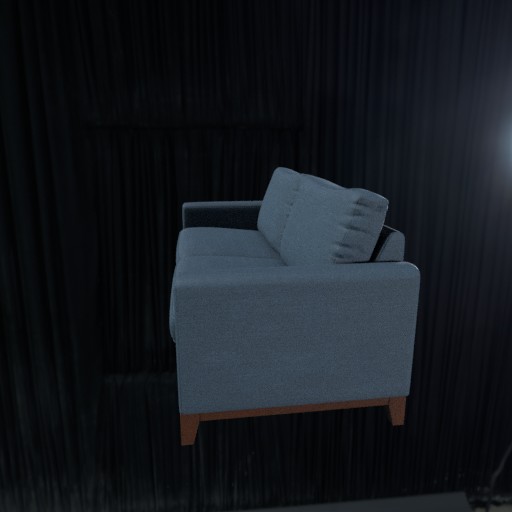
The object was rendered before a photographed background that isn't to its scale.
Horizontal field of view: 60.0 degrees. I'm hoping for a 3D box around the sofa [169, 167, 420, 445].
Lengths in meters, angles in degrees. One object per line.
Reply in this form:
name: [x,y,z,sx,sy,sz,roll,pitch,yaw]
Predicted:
sofa: [0.000,0.000,2.406,0.877,0.865,1.900,-2,15,-8]
